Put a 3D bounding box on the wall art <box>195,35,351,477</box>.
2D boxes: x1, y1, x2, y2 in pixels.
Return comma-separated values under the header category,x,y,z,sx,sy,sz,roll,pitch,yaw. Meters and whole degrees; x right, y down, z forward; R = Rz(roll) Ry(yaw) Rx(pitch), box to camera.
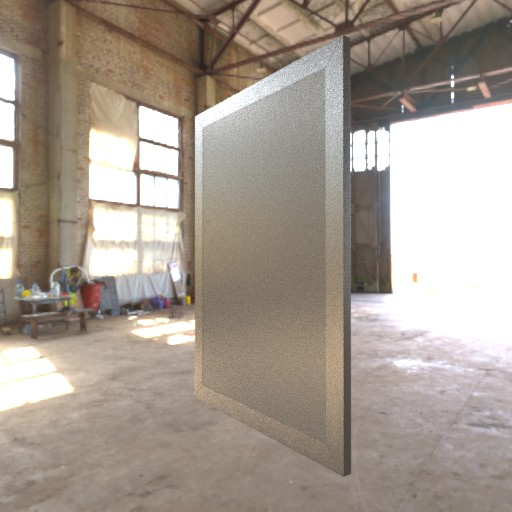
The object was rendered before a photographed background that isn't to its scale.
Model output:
category,x,y,z,sx,sy,sz,roll,pitch,yaw
wall art,0.000,0.000,0.686,0.013,0.529,0.376,0,-1,-36
